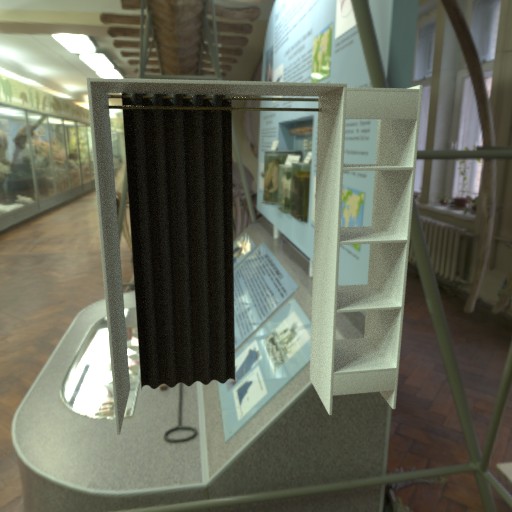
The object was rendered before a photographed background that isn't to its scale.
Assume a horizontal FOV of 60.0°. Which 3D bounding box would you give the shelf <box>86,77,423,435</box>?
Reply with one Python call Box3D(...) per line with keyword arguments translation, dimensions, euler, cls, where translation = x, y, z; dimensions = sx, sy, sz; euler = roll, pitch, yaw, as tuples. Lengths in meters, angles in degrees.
Box3D(translation=(0.000, 0.000, 2.537), dimensions=(1.600, 1.810, 0.500), euler=(-2, 14, -9), cls="shelf")
